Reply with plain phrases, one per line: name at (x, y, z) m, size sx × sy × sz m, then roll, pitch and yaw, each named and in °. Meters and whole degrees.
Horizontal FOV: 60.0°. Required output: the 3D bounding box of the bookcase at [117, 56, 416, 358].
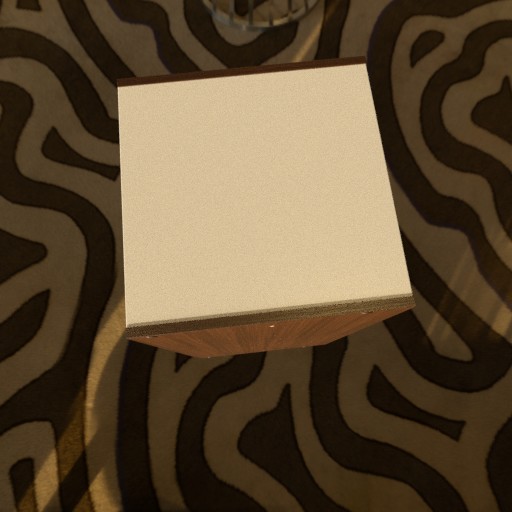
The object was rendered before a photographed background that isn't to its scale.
bookcase at (0.000, 0.000, 0.768) m, size 0.290 × 0.600 × 0.300 m, roll -6°, pitch 75°, yaw -2°
